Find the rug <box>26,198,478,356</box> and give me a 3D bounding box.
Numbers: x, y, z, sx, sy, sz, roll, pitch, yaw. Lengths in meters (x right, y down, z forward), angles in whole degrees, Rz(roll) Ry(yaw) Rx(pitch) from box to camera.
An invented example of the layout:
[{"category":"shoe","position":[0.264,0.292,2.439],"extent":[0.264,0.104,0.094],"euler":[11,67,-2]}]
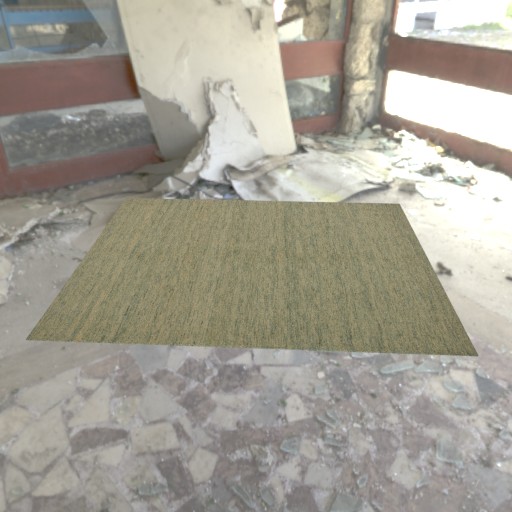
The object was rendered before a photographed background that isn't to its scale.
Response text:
[{"category":"rug","position":[0.000,0.000,4.158],"extent":[3.201,0.014,2.437],"euler":[2,32,2]}]
